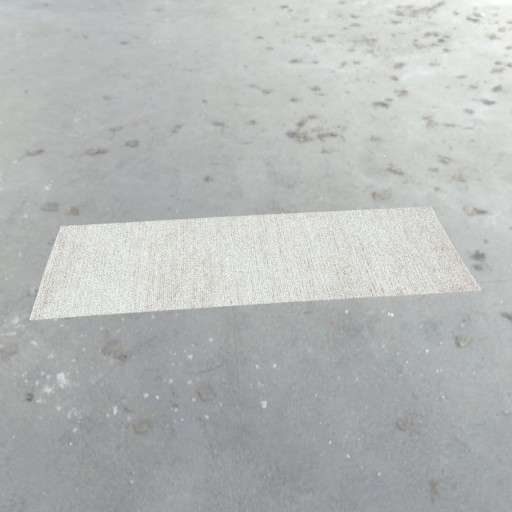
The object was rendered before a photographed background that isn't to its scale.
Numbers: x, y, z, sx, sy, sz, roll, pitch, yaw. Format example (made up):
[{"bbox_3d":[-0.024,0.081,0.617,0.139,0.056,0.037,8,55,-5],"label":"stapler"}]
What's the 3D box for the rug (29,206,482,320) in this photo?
[{"bbox_3d":[0.000,0.000,2.530,2.346,0.013,0.712,-3,46,-3],"label":"rug"}]
